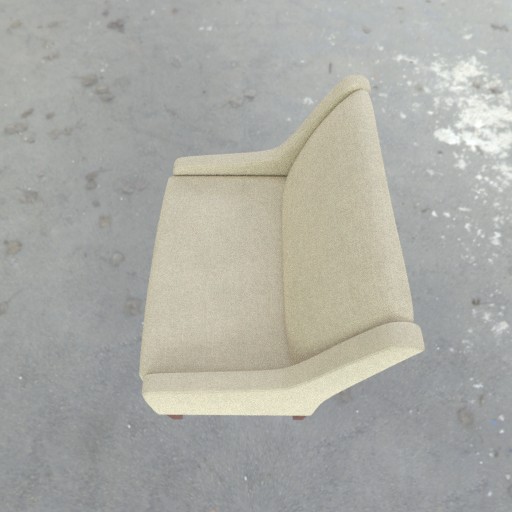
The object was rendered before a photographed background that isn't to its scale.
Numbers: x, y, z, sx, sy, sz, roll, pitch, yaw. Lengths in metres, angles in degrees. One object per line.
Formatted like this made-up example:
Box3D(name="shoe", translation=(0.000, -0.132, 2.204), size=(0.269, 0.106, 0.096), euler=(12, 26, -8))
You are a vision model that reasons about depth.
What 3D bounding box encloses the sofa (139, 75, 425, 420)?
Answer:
Box3D(name="sofa", translation=(0.000, 0.000, 1.933), size=(0.946, 0.976, 1.212), euler=(0, 58, 0))
